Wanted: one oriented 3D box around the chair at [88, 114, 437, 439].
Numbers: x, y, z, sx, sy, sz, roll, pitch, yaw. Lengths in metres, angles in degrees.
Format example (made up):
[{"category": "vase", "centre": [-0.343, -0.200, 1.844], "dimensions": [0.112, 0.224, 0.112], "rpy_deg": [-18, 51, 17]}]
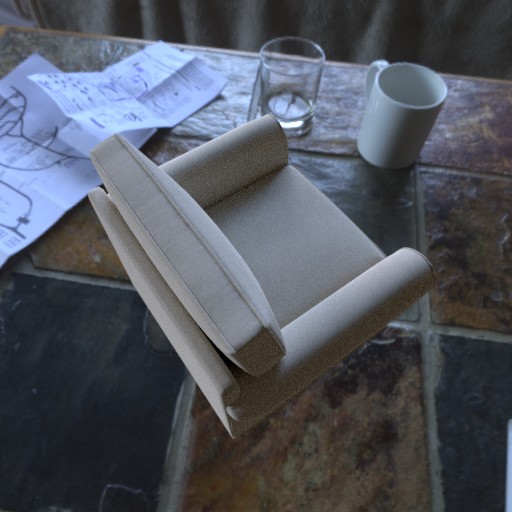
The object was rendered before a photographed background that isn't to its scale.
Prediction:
[{"category": "chair", "centre": [0.000, 0.000, 1.738], "dimensions": [0.863, 0.955, 1.040], "rpy_deg": [-32, 64, -18]}]
